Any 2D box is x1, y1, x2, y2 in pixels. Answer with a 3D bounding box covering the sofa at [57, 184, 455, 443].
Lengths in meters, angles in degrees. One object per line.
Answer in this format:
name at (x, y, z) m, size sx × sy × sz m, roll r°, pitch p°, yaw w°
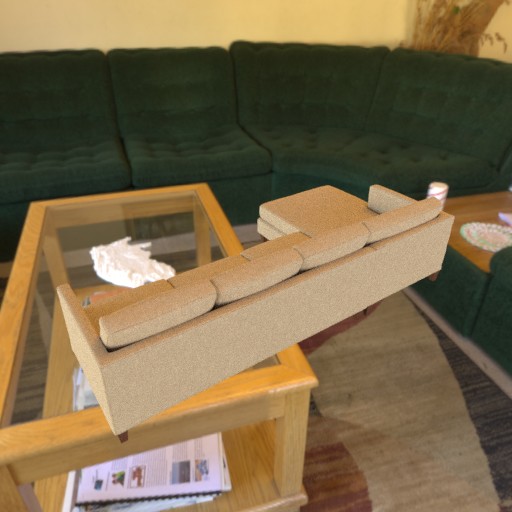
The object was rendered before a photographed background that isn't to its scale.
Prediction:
sofa at (0.000, 0.000, 3.832) m, size 3.186 × 0.846 × 1.625 m, roll -20°, pitch 37°, yaw -29°
